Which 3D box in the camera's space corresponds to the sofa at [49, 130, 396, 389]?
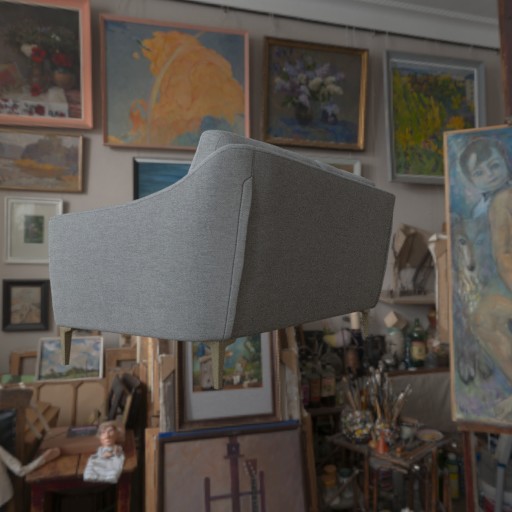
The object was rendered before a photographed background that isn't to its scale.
[{"bbox_3d":[0.000,0.000,2.178,0.960,0.904,1.619,0,-1,37],"label":"sofa"}]
